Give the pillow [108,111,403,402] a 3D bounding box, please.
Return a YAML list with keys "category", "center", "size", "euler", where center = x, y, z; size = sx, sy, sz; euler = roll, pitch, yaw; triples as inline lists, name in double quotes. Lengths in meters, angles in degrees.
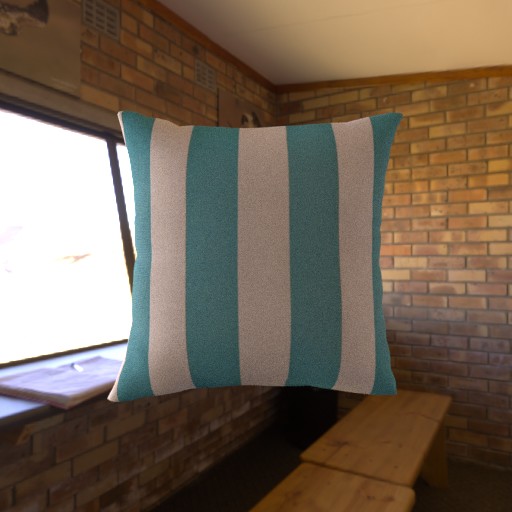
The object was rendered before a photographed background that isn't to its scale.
- category: "pillow"
  center: [0.000, 0.000, 0.813]
  size: [0.536, 0.526, 0.189]
  euler: [0, 0, -1]
